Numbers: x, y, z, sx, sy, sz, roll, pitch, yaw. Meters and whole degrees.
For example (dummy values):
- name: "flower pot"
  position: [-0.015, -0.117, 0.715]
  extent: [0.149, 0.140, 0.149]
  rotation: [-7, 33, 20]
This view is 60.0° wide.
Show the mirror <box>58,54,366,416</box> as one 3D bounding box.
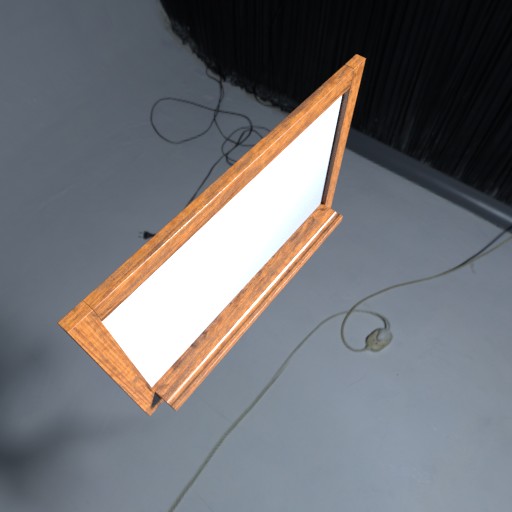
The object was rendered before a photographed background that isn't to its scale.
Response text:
- name: "mirror"
  position: [0.000, 0.000, 0.970]
  extent: [0.084, 0.537, 0.758]
  rotation: [35, 65, 19]
